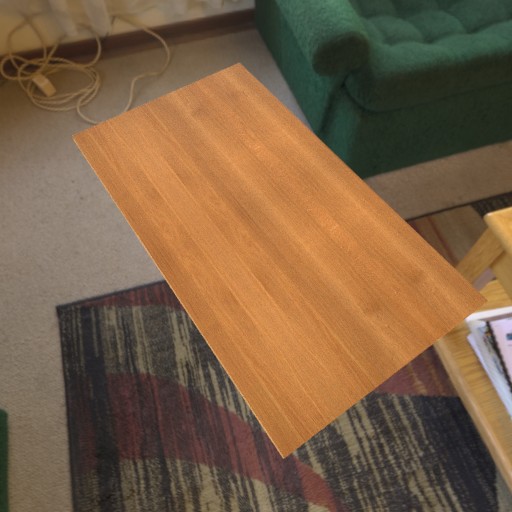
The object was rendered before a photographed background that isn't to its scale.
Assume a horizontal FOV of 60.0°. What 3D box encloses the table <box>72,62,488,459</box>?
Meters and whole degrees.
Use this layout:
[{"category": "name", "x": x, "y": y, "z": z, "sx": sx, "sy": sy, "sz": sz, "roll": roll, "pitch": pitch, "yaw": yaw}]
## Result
[{"category": "table", "x": 0.000, "y": 0.000, "z": 2.102, "sx": 0.900, "sy": 0.750, "sz": 1.600, "roll": -31, "pitch": 64, "yaw": -17}]
